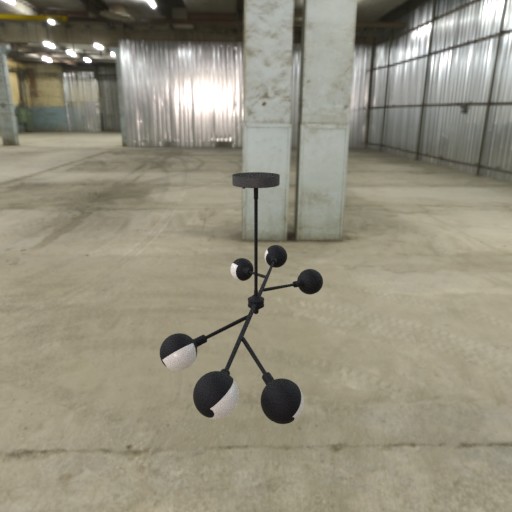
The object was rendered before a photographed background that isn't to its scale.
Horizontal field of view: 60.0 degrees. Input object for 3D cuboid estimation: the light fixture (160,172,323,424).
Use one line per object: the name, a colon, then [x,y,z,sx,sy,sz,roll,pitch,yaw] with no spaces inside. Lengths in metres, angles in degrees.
light fixture: [0.000,0.000,0.998,0.434,0.362,0.778,8,19,24]
